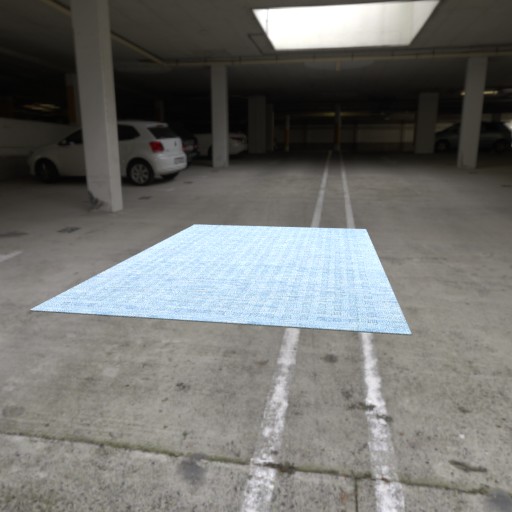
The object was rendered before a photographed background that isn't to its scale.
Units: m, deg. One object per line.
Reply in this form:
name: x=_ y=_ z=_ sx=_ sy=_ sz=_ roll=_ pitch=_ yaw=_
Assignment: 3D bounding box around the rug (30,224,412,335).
rug: x=0.000 y=0.000 z=2.815 sx=1.522 sy=0.006 sz=2.286 roll=2 pitch=13 yaw=9
